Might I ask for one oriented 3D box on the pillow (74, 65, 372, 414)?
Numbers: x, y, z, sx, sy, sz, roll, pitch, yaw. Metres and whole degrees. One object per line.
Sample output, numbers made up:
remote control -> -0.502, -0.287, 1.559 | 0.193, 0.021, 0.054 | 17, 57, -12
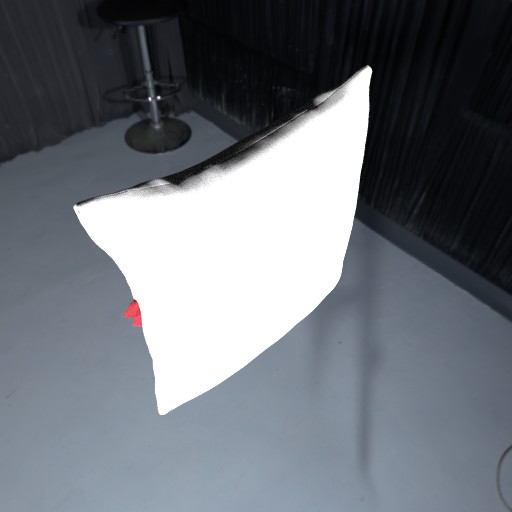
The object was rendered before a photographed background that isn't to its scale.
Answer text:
pillow -> 0.000, 0.000, 0.660 | 0.433, 0.436, 0.173 | -34, 56, -27
